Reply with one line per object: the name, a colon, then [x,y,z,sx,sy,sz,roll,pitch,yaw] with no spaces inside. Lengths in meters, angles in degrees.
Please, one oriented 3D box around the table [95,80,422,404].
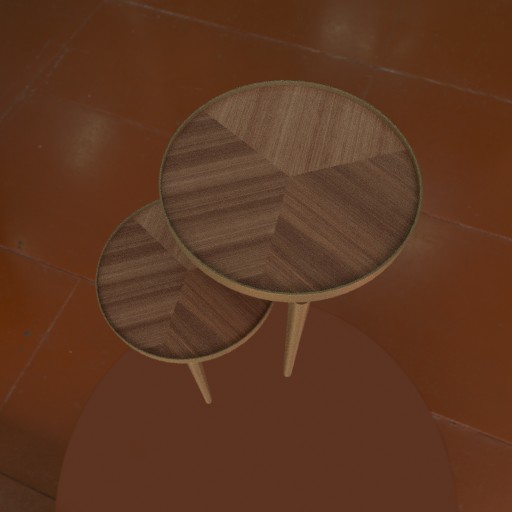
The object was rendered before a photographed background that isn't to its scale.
table: [0.000,0.000,1.126,0.751,0.555,0.532,-31,67,-15]
